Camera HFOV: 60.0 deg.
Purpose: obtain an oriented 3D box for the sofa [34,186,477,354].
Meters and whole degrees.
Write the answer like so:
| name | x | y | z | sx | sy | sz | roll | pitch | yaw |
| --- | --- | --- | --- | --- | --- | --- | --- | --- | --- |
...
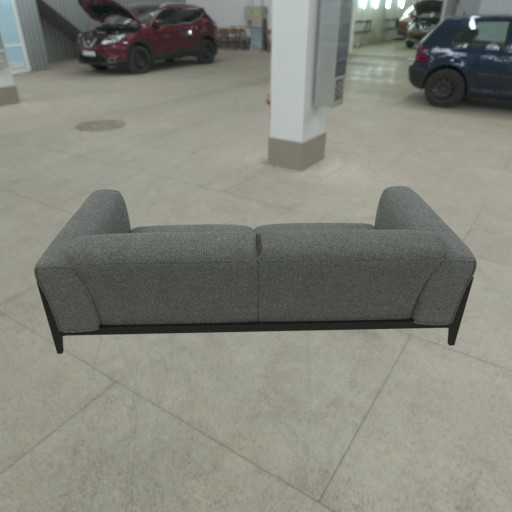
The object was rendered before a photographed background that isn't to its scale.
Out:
| name | x | y | z | sx | sy | sz | roll | pitch | yaw |
| --- | --- | --- | --- | --- | --- | --- | --- | --- | --- |
| sofa | 0.000 | 0.000 | 2.553 | 2.125 | 0.703 | 0.985 | -1 | 30 | -2 |
